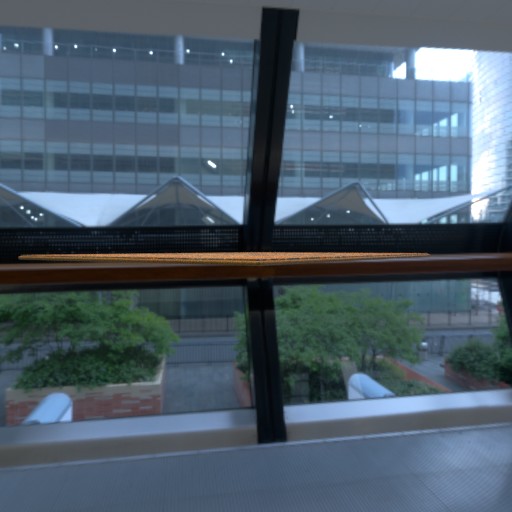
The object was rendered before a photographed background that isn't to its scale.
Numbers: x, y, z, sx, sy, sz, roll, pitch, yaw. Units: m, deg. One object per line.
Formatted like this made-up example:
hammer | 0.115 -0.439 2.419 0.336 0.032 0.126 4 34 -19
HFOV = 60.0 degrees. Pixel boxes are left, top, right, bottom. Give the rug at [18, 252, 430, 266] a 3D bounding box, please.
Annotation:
rug | 0.000 0.000 2.829 1.588 0.024 2.204 1 1 35
